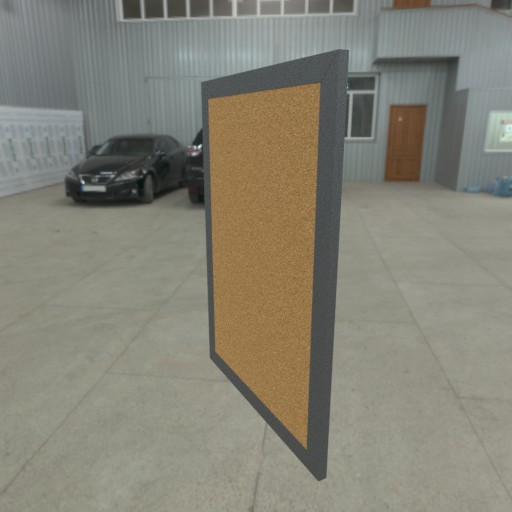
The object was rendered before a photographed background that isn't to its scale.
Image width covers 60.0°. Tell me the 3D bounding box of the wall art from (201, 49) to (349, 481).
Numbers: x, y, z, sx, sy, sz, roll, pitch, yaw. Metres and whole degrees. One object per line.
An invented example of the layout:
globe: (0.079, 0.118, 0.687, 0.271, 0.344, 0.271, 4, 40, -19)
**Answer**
wall art: (0.000, 0.000, 0.685, 0.013, 0.534, 0.380, -8, 18, -27)
